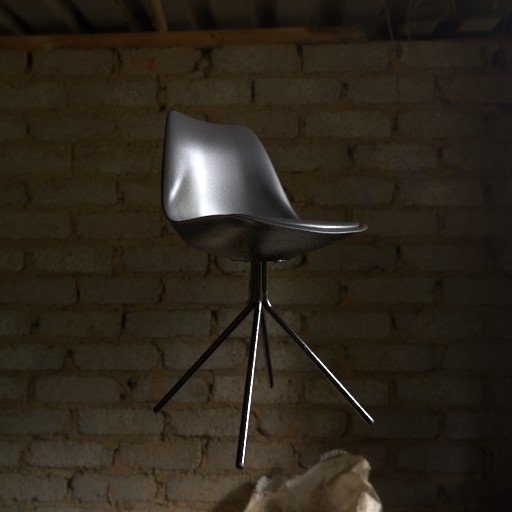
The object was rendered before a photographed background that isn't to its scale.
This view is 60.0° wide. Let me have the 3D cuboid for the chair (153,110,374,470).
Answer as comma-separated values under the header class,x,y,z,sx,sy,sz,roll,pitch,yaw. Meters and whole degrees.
class,x,y,z,sx,sy,sz,roll,pitch,yaw
chair,0.000,0.000,1.169,0.461,0.850,0.525,0,0,-37
